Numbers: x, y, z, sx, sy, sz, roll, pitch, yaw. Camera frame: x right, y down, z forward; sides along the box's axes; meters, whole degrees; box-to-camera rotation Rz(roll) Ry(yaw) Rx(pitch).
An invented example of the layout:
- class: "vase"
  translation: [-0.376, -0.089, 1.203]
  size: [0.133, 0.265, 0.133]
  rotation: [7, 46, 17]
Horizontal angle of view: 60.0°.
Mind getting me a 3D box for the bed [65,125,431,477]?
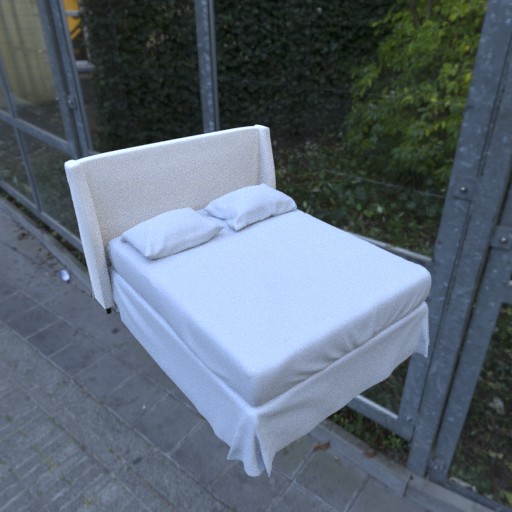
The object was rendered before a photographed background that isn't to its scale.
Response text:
- class: "bed"
  translation: [0.000, 0.000, 3.389]
  size: [1.925, 1.332, 2.276]
  rotation: [-22, 36, -33]
